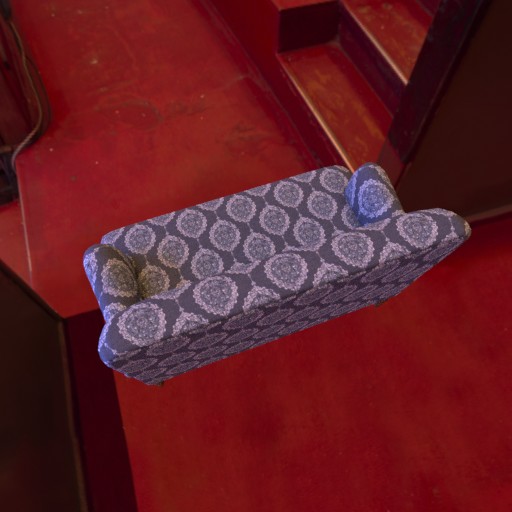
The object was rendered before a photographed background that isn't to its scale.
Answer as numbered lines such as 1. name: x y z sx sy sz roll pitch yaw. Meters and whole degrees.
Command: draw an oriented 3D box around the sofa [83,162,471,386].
1. sofa: 0.000 0.000 1.815 1.297 0.867 0.779 -18 61 -10
